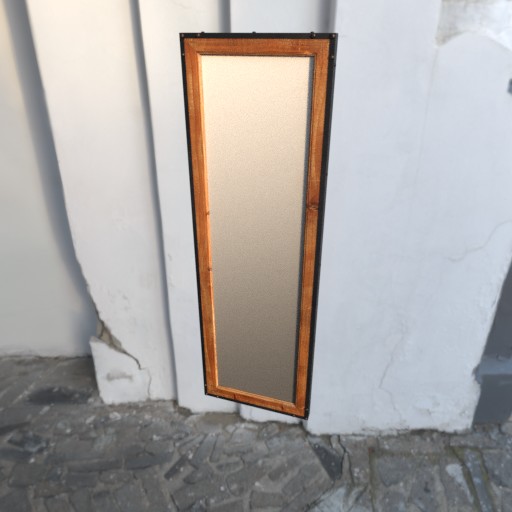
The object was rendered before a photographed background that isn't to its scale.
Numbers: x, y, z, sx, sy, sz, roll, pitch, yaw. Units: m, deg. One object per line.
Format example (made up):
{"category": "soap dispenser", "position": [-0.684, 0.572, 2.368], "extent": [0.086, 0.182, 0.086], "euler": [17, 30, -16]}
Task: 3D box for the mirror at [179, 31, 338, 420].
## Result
{"category": "mirror", "position": [0.000, 0.000, 1.195], "extent": [0.354, 1.080, 0.042], "euler": [8, 28, 16]}
